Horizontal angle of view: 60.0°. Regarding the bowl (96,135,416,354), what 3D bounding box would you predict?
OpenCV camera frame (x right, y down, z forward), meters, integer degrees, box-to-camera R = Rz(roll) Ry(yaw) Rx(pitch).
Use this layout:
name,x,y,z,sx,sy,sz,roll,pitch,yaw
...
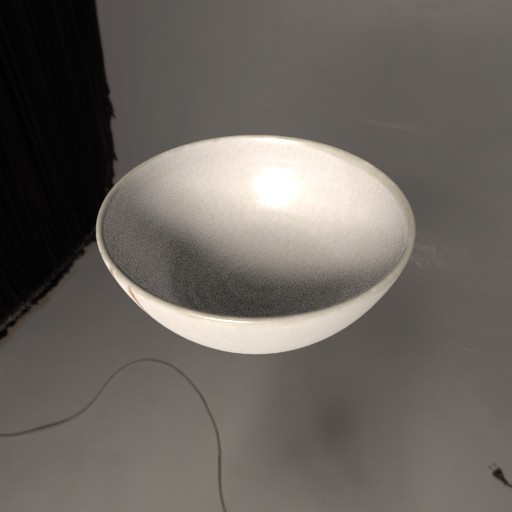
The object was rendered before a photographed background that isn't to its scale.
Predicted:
name,x,y,z,sx,sy,sz,roll,pitch,yaw
bowl,0.000,0.000,0.423,0.268,0.121,0.268,0,41,0
